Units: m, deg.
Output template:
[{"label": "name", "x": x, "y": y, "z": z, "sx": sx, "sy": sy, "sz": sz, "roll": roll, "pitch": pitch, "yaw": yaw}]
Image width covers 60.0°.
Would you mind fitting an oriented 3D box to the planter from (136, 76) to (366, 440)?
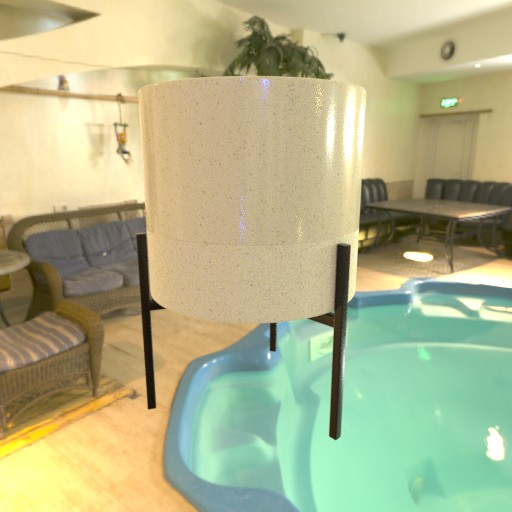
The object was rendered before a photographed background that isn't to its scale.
[{"label": "planter", "x": 0.000, "y": 0.000, "z": 0.329, "sx": 0.159, "sy": 0.230, "sz": 0.152, "roll": 13, "pitch": 19, "yaw": 43}]
